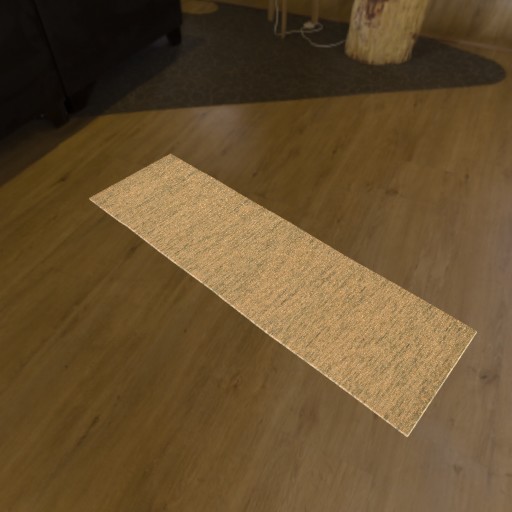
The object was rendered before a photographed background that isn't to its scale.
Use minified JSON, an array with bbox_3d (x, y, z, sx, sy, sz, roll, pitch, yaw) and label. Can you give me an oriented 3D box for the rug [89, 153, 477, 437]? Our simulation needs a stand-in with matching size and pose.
[{"bbox_3d":[0.000,0.000,2.518,2.290,0.014,0.700,33,55,27],"label":"rug"}]
